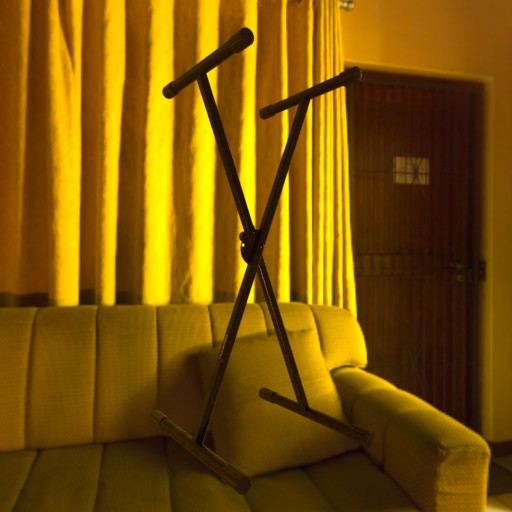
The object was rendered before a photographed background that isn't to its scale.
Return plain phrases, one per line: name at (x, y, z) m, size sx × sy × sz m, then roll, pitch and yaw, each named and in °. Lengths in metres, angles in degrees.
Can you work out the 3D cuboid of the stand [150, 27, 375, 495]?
stand at (0.000, 0.000, 1.164) m, size 0.409 × 0.940 × 0.449 m, roll 0°, pitch 0°, yaw -35°
